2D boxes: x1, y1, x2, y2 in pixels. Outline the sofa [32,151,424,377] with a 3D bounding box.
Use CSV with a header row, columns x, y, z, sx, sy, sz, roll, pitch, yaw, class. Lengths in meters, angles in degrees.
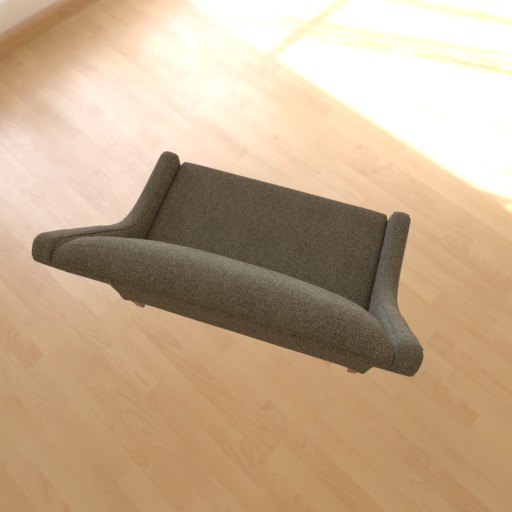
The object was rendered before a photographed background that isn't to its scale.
x,y,z,sx,sy,sz,roll,pitch,yaw,class
0.000,0.000,1.906,1.242,1.021,0.870,16,65,8,sofa
